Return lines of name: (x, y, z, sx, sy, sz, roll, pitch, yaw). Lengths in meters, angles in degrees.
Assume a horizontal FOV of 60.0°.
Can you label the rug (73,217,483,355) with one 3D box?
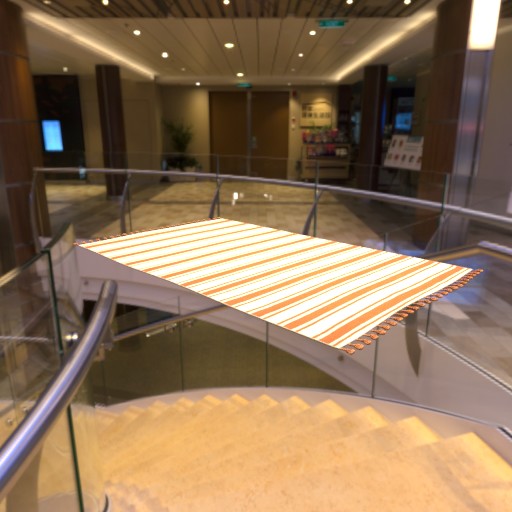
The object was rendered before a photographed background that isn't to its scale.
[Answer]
rug: (0.000, 0.000, 2.549, 2.092, 0.017, 1.232, 15, 22, 42)
